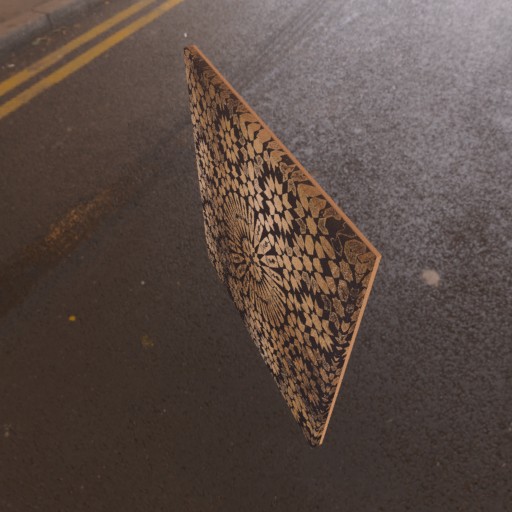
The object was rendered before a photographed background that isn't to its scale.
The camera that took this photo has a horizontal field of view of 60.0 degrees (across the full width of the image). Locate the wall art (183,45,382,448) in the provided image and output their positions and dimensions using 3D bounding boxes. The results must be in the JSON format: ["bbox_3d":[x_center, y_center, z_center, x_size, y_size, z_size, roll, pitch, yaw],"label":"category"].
[{"bbox_3d":[0.000,0.000,1.356,0.038,0.914,0.914,-19,51,-17],"label":"wall art"}]
